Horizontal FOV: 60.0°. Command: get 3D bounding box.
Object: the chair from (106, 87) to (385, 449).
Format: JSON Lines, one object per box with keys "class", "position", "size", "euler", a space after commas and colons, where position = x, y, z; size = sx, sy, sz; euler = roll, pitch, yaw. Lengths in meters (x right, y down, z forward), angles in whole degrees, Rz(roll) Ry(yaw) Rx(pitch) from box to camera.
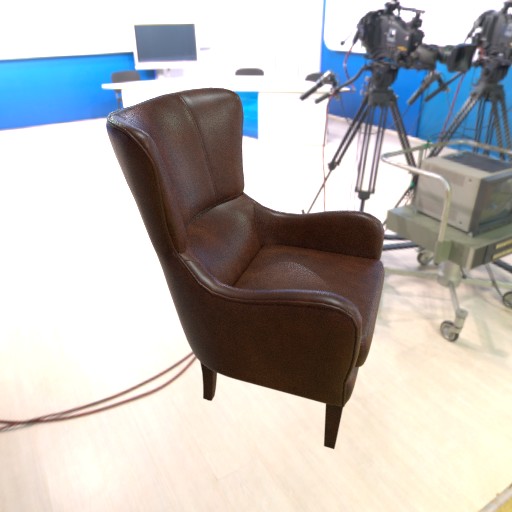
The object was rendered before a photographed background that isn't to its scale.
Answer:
{"class": "chair", "position": [0.000, 0.000, 1.629], "size": [0.914, 1.048, 0.692], "euler": [10, 32, 17]}
